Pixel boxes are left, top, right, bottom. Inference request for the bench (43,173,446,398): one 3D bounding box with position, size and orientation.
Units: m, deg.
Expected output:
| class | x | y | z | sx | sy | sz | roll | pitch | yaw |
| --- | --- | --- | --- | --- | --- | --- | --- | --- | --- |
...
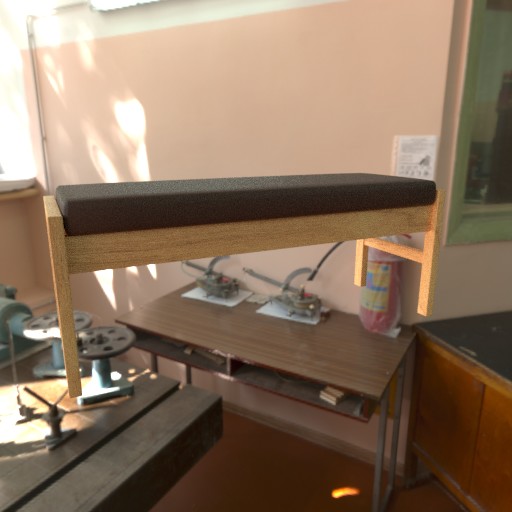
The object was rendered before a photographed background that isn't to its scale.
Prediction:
| class | x | y | z | sx | sy | sz | roll | pitch | yaw |
| --- | --- | --- | --- | --- | --- | --- | --- | --- | --- |
| bench | 0.000 | 0.000 | 1.439 | 1.200 | 0.480 | 0.405 | -7 | 16 | -25 |
